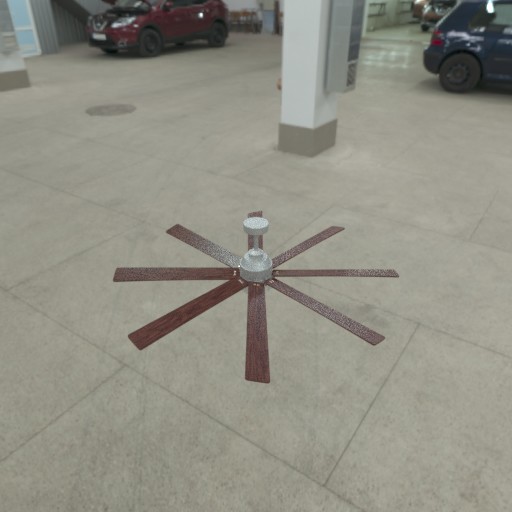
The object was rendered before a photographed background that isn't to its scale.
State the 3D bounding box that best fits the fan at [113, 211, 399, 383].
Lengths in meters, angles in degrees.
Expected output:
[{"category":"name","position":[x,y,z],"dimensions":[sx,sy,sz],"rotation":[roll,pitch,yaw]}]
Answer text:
[{"category":"fan","position":[0.000,0.000,2.804],"dimensions":[1.830,0.472,1.830],"rotation":[0,31,0]}]
